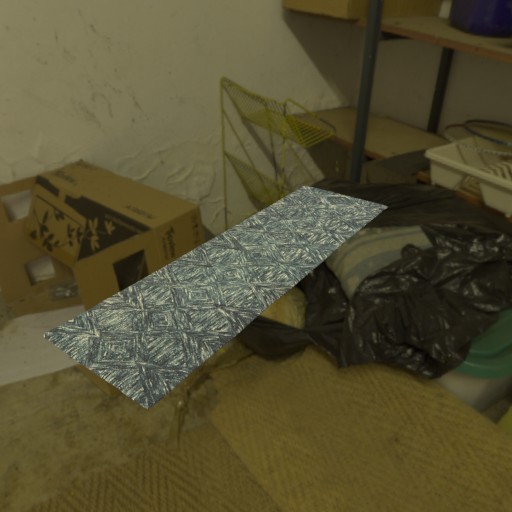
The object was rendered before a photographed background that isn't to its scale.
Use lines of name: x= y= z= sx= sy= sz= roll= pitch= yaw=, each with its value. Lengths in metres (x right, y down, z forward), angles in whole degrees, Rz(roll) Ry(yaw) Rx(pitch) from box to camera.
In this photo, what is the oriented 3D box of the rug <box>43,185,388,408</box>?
rug: x=0.000 y=0.000 z=2.621 sx=0.719 sy=0.013 sz=2.306 roll=20 pitch=36 yaw=31
